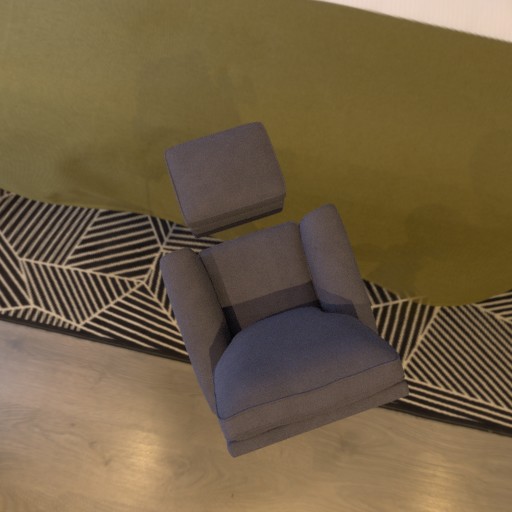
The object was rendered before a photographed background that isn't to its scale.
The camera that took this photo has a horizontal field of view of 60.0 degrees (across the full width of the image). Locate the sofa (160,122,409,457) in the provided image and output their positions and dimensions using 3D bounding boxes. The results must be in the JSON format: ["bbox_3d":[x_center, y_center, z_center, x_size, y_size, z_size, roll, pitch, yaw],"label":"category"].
[{"bbox_3d":[0.000,0.000,2.062,0.880,0.959,1.478,-18,77,-4],"label":"sofa"}]
